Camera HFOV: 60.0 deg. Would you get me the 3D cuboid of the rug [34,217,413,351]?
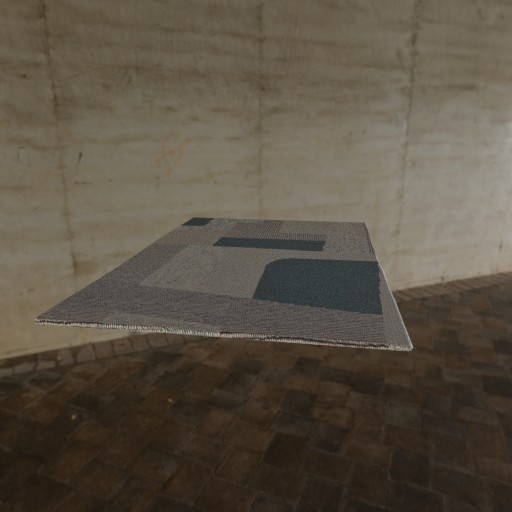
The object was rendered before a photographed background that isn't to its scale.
[{"bbox_3d":[0.000,0.000,2.277,1.238,0.020,1.847,3,16,9],"label":"rug"}]
